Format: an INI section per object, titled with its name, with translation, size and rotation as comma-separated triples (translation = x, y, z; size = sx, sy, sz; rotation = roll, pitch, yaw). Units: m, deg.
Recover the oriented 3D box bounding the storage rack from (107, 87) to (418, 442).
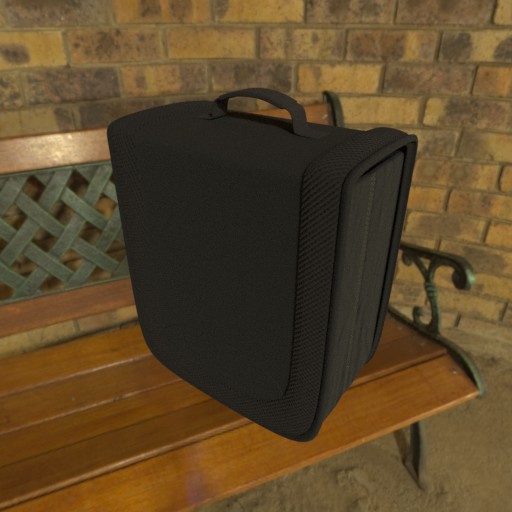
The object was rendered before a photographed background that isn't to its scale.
[storage rack]
translation = 0.000, 0.000, 0.546
size = 0.297, 0.387, 0.168
rotation = 20, 35, 31
